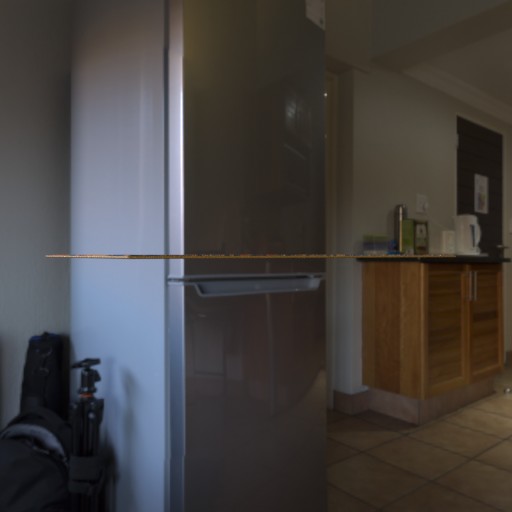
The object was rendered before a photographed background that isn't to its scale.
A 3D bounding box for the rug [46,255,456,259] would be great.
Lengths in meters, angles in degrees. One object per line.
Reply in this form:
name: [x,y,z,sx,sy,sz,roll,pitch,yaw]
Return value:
rug: [0.000,0.000,2.261,1.758,0.013,1.148,0,0,-36]
